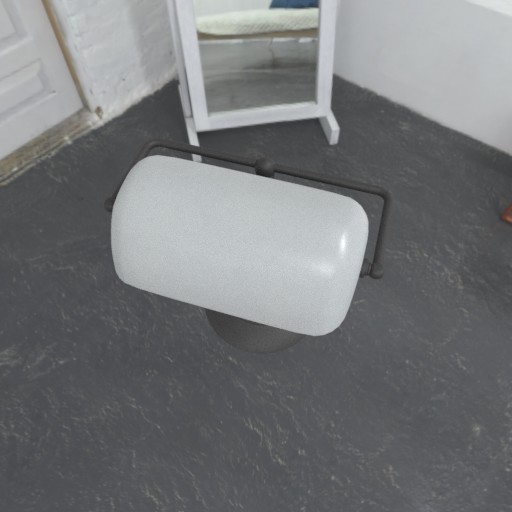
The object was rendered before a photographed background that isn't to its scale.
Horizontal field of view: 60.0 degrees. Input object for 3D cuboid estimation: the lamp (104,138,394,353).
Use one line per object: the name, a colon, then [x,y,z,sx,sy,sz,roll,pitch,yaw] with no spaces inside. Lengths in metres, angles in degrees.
lamp: [0.000,0.000,0.530,0.264,0.339,0.243,14,58,9]
